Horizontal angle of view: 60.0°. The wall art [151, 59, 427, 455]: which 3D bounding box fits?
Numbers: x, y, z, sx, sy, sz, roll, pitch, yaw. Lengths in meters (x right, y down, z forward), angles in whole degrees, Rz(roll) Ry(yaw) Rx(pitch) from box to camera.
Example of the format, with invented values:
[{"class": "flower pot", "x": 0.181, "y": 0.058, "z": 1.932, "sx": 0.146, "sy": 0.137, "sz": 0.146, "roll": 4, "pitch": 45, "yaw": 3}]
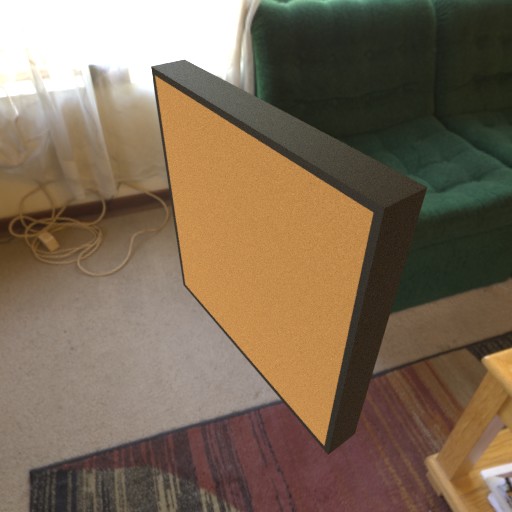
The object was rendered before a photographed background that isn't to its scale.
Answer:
[{"class": "wall art", "x": 0.000, "y": 0.000, "z": 0.454, "sx": 0.038, "sy": 0.304, "sz": 0.304, "roll": -25, "pitch": 47, "yaw": -26}]
